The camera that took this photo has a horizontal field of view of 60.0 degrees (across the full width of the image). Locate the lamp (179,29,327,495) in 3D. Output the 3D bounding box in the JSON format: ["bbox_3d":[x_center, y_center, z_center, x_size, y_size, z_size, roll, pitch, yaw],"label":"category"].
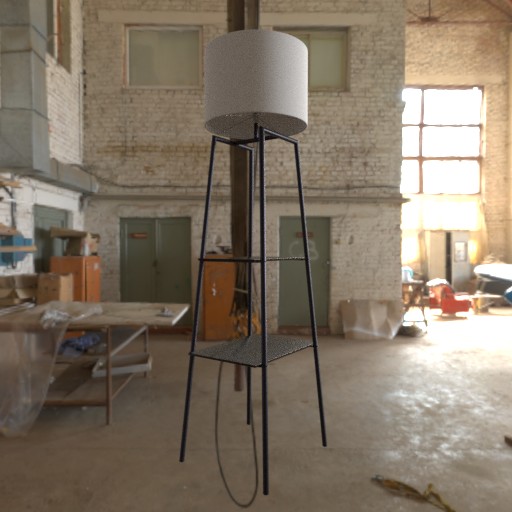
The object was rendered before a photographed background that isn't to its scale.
[{"bbox_3d":[0.000,0.000,1.636,0.384,1.474,0.427,1,2,35],"label":"lamp"}]
